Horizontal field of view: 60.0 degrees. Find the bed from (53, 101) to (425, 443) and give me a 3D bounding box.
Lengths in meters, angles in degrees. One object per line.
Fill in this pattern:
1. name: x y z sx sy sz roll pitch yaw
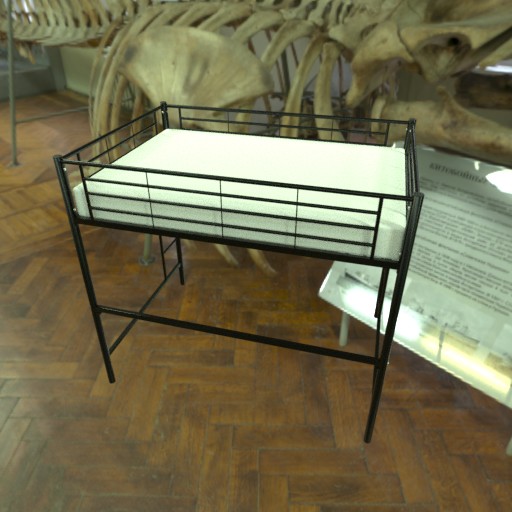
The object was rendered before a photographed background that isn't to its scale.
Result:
1. bed: 0.000 0.000 3.288 1.994 1.803 1.397 8 33 13
